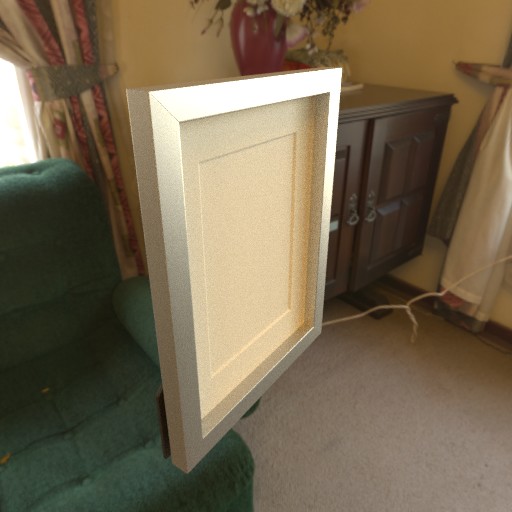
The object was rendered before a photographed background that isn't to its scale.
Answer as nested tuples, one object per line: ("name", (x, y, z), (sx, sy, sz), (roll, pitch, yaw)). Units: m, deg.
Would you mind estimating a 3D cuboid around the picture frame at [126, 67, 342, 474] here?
("picture frame", (0.000, 0.000, 0.510), (0.036, 0.386, 0.307), (17, 31, 31))
